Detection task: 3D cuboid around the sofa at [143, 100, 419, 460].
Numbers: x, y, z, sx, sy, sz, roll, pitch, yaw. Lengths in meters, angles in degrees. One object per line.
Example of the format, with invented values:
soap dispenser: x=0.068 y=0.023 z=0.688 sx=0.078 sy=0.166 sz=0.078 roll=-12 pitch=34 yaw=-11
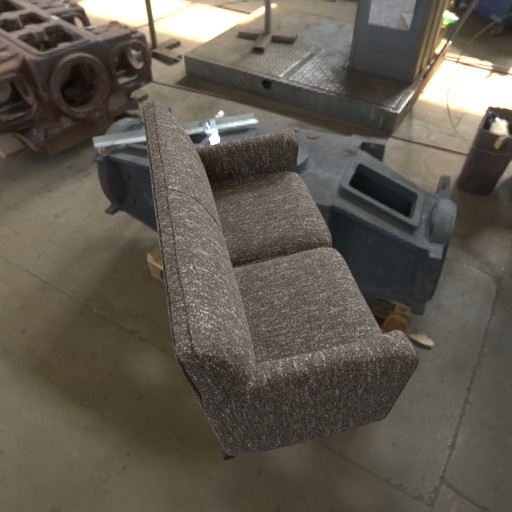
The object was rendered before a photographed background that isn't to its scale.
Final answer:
sofa: x=0.000 y=0.000 z=2.052 sx=0.801 sy=0.946 sz=1.519 roll=-10 pitch=48 yaw=-9
